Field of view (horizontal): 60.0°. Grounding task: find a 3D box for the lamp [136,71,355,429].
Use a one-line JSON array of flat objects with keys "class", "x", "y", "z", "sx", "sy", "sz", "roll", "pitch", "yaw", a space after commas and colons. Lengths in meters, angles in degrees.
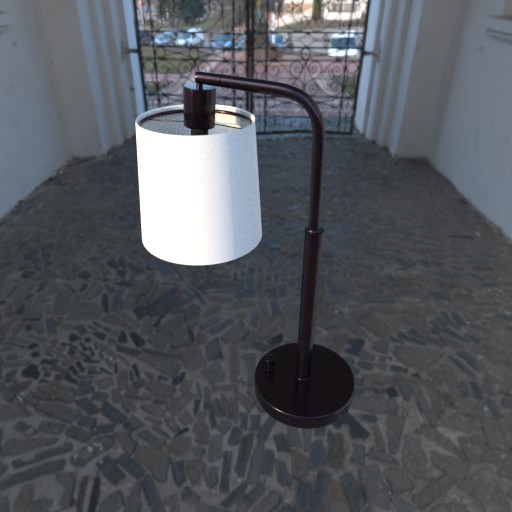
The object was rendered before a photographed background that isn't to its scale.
[{"class": "lamp", "x": 0.000, "y": 0.000, "z": 0.635, "sx": 0.333, "sy": 0.489, "sz": 0.171, "roll": 9, "pitch": 33, "yaw": 15}]
